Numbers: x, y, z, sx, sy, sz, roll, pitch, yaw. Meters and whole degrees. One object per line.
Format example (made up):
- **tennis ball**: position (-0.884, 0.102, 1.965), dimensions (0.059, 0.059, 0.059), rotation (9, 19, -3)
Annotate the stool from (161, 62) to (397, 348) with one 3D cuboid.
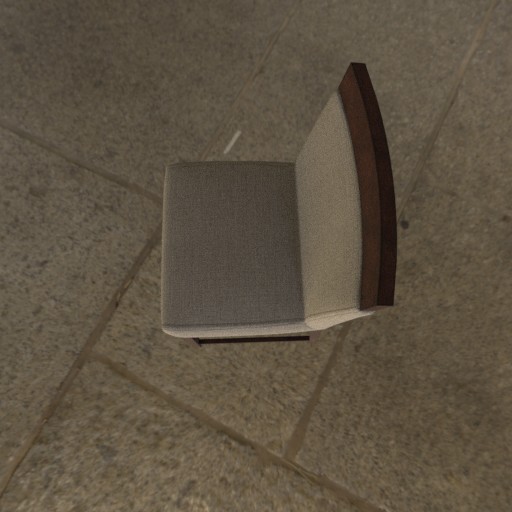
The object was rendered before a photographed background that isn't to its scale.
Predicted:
- **stool**: position (0.000, 0.000, 1.379), dimensions (0.531, 1.117, 0.511), rotation (-2, 74, 0)
